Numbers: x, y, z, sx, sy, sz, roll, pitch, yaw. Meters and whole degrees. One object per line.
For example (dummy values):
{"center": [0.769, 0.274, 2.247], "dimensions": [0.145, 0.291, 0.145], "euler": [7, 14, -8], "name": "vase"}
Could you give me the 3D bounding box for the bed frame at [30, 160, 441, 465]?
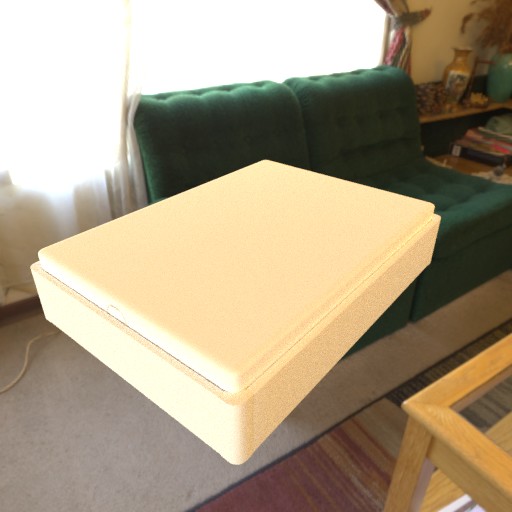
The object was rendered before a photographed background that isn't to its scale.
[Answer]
{"center": [0.000, 0.000, 2.519], "dimensions": [1.400, 0.406, 1.900], "euler": [23, 38, 33], "name": "bed frame"}
